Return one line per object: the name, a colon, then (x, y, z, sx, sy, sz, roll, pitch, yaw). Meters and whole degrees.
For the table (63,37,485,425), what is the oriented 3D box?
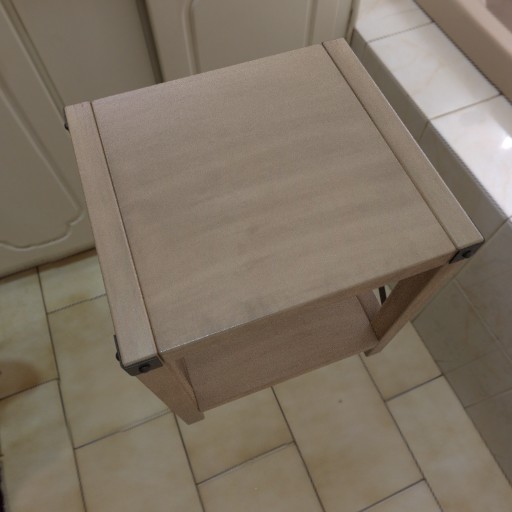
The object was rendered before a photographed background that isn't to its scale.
table: (0.000, 0.000, 0.896, 0.510, 0.561, 0.459, -18, 64, -9)
